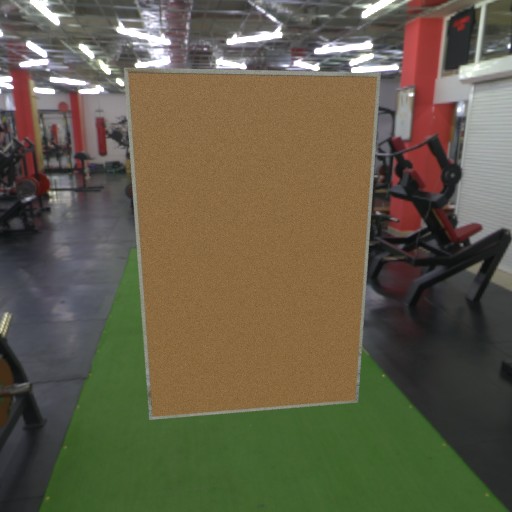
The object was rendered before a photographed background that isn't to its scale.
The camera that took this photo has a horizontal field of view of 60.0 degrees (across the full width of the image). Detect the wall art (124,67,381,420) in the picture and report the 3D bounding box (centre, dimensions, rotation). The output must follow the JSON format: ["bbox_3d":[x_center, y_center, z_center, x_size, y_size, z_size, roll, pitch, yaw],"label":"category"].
[{"bbox_3d":[0.000,0.000,0.986,0.508,0.764,0.038,-2,15,-8],"label":"wall art"}]
